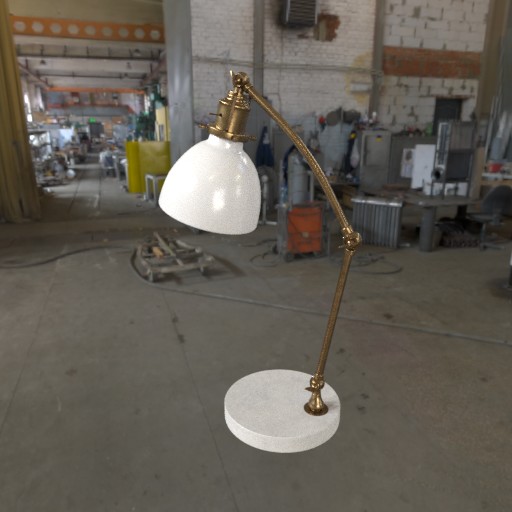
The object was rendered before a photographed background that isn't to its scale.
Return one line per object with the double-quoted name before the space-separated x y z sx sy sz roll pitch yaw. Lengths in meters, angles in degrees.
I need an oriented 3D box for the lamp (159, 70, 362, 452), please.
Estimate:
"lamp" 0.000 0.000 0.672 0.317 0.522 0.186 8 18 25
